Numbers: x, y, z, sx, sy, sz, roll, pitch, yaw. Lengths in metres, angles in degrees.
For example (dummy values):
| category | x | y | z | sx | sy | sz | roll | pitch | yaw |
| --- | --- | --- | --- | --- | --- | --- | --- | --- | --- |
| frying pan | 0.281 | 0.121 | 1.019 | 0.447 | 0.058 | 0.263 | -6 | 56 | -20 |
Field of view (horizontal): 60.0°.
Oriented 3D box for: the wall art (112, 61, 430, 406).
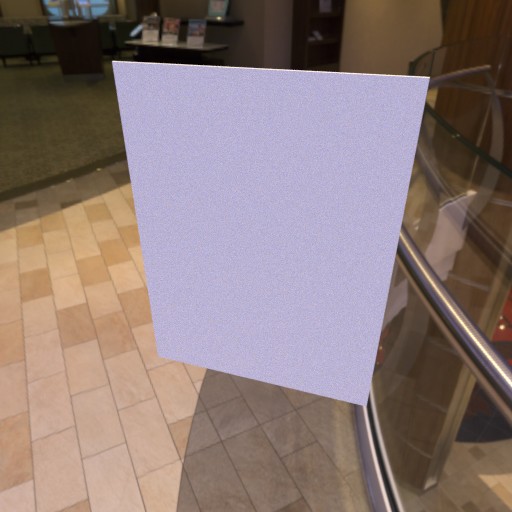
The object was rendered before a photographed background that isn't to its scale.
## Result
| category | x | y | z | sx | sy | sz | roll | pitch | yaw |
| --- | --- | --- | --- | --- | --- | --- | --- | --- | --- |
| wall art | 0.000 | 0.000 | 0.774 | 0.457 | 0.610 | 0.003 | 9 | 33 | 15 |
